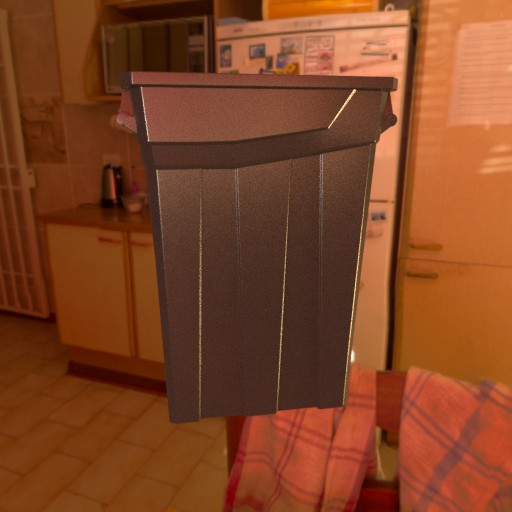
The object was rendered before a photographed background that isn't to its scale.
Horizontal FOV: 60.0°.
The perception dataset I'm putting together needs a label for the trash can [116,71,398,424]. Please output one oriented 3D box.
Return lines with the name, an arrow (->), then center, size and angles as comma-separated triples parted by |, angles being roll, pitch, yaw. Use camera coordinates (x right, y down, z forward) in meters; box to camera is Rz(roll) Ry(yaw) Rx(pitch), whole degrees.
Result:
trash can -> 0.000, 0.000, 1.040 | 0.559, 0.762, 0.281 | -3, 16, -9
